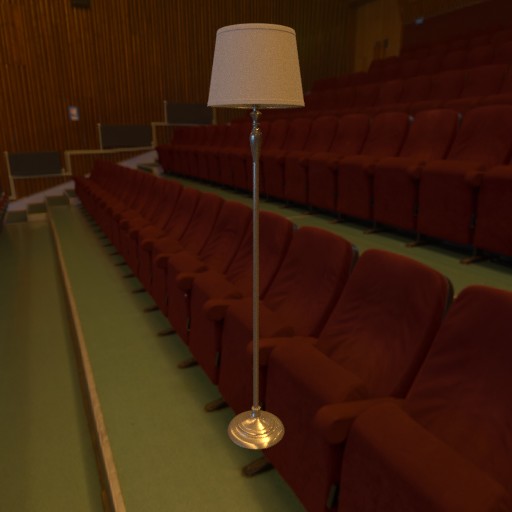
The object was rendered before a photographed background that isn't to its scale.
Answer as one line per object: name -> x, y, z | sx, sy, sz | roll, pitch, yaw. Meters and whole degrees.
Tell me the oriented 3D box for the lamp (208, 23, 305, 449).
lamp -> 0.000, 0.000, 1.643 | 0.327, 1.506, 0.327 | -8, 18, -26
